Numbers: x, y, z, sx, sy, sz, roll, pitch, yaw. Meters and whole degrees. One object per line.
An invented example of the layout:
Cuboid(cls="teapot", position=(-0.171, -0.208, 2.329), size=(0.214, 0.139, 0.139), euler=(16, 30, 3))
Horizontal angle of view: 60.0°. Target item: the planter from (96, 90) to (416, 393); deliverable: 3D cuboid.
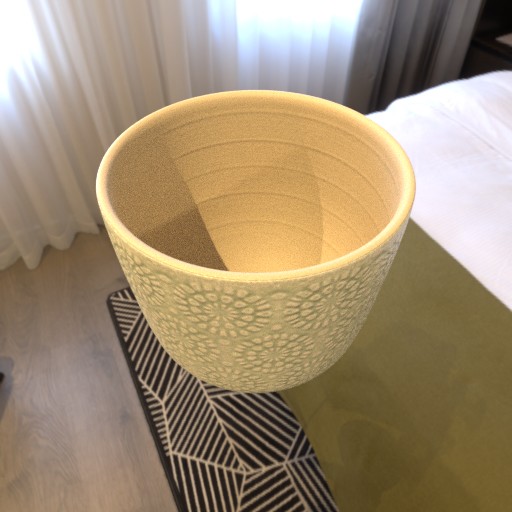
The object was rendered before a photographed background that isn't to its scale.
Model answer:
Cuboid(cls="planter", position=(0.000, 0.000, 0.215), size=(0.124, 0.109, 0.124), euler=(0, 46, 0))
